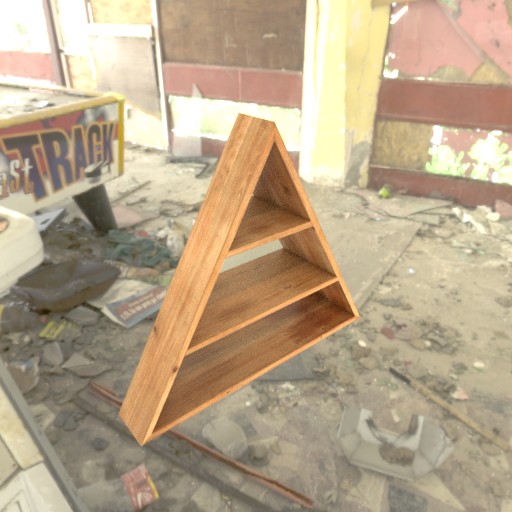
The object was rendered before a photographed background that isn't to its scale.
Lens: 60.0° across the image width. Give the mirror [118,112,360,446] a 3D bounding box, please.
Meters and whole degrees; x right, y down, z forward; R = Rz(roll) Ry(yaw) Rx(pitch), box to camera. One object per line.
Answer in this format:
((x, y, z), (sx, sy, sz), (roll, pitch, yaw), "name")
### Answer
((0.000, 0.000, 0.898), (0.631, 0.548, 0.100), (-21, 35, -34), "mirror")
